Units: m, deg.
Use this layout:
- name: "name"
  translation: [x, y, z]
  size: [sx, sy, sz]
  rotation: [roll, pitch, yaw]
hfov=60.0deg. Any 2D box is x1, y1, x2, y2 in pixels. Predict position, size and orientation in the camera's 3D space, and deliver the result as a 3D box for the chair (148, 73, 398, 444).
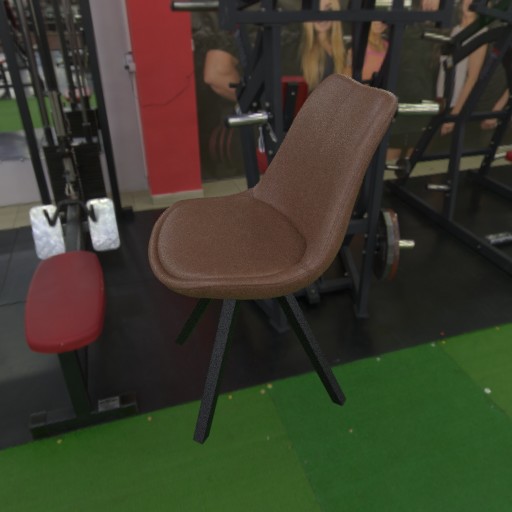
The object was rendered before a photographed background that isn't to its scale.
- name: "chair"
  translation: [0.000, 0.000, 1.177]
  size: [0.550, 0.850, 0.475]
  rotation: [-8, 32, -14]
